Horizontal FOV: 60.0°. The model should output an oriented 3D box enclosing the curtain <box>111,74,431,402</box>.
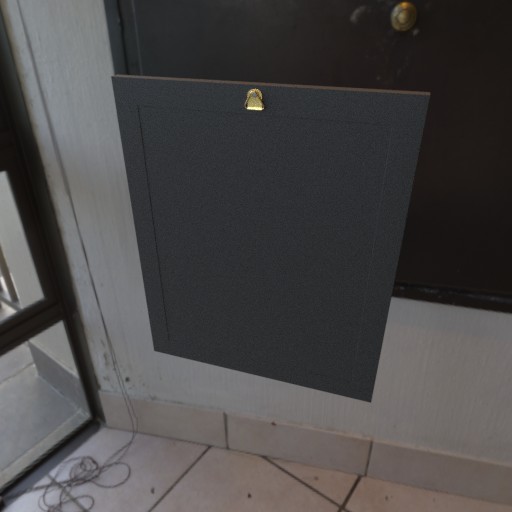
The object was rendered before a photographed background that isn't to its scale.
[{"bbox_3d":[0.000,0.000,0.798,0.483,0.585,0.027,9,32,15],"label":"curtain"}]
